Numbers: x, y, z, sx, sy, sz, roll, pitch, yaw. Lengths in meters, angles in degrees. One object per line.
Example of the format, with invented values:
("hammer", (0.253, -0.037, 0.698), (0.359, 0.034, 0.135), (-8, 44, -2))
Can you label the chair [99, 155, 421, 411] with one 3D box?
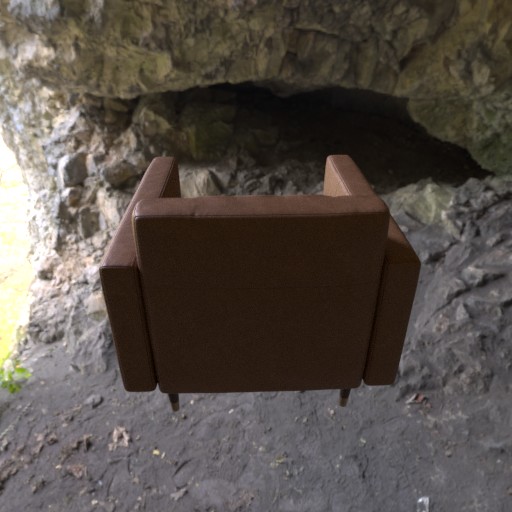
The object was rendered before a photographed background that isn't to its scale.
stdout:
("chair", (0.000, 0.000, 1.747), (0.953, 0.819, 0.998), (-1, 31, -2))
